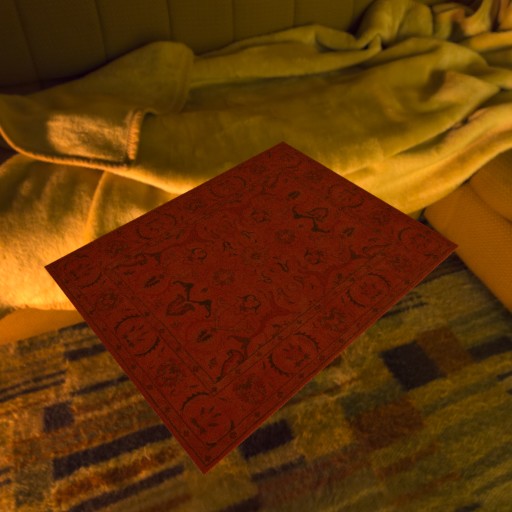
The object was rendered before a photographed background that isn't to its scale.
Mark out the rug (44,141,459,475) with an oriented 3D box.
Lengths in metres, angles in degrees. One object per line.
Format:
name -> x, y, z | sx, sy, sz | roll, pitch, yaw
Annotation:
rug -> 0.000, 0.000, 3.962 | 2.929, 0.012, 2.300 | -34, 56, -27
